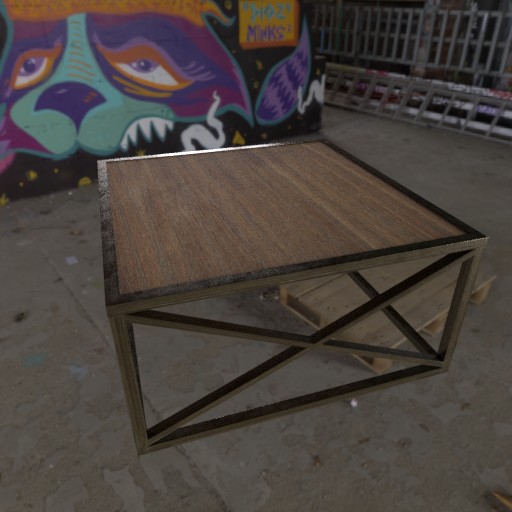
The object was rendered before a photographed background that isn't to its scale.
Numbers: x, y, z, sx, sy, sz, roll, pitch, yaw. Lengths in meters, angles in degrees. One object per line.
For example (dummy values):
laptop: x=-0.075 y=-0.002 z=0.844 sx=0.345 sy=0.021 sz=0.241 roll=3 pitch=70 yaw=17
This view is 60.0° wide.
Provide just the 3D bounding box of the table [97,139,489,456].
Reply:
table: x=0.000 y=0.000 z=1.448 sx=0.899 sy=0.451 sz=0.909 roll=-9 pitch=32 yaw=-16
